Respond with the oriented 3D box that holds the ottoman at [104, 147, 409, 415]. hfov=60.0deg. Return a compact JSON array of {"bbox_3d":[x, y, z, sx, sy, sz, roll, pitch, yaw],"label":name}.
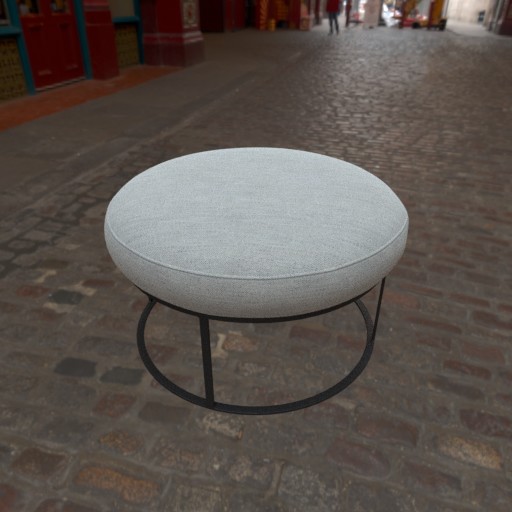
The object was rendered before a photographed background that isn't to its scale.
[{"bbox_3d":[0.000,0.000,1.237,0.769,0.459,0.769,0,31,0],"label":"ottoman"}]
